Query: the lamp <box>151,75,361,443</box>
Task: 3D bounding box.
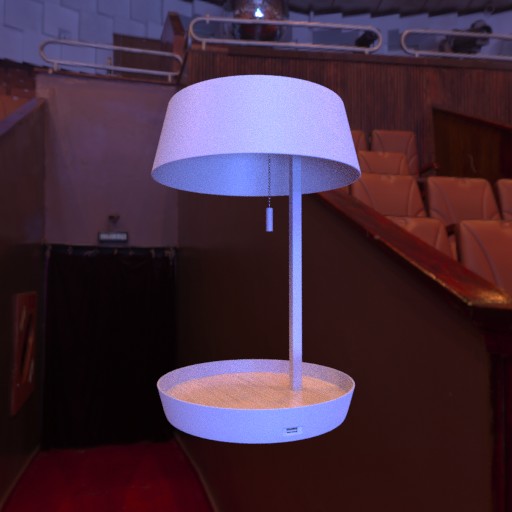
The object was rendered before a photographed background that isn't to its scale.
[{"bbox_3d":[0.000,0.000,0.628,0.291,0.429,0.291,0,-2,0],"label":"lamp"}]
